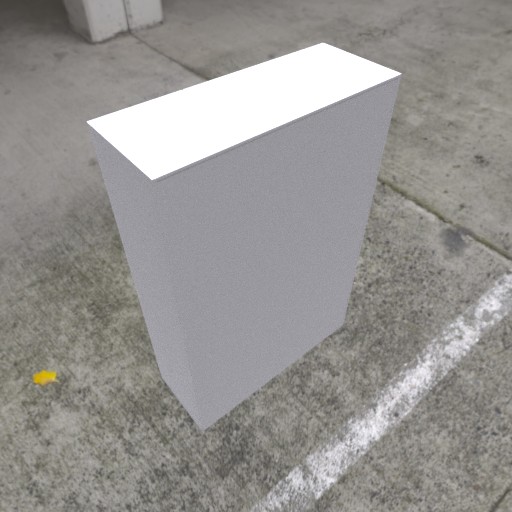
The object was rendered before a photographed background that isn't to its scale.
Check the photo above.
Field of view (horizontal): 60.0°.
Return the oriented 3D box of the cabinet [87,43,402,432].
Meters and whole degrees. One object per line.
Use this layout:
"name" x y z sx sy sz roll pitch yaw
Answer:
"cabinet" 0.000 0.000 2.533 1.290 1.910 0.510 -30 52 -27
